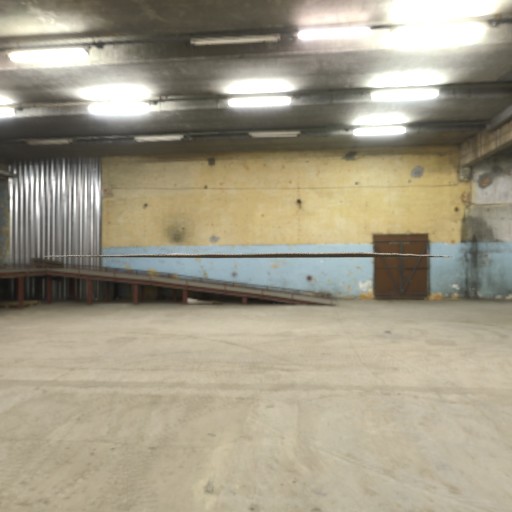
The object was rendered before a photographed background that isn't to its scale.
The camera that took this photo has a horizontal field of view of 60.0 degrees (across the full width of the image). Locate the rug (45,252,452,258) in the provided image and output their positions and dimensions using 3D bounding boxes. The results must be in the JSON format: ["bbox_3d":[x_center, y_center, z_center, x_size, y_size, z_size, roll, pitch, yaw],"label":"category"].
[{"bbox_3d":[0.000,0.000,4.222,3.061,0.022,2.468,0,-1,34],"label":"rug"}]
